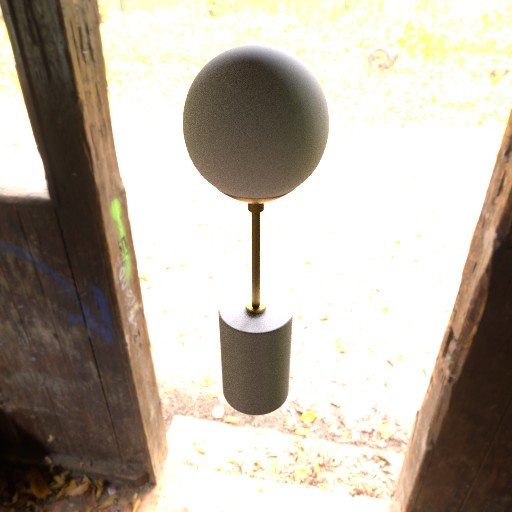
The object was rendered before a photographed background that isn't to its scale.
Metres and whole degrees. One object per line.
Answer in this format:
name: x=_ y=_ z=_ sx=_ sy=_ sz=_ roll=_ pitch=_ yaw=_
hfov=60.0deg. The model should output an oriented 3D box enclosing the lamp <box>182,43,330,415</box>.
lamp: x=0.000 y=0.000 z=0.553 sx=0.153 sy=0.480 sz=0.153 roll=0 pitch=32 yaw=0
